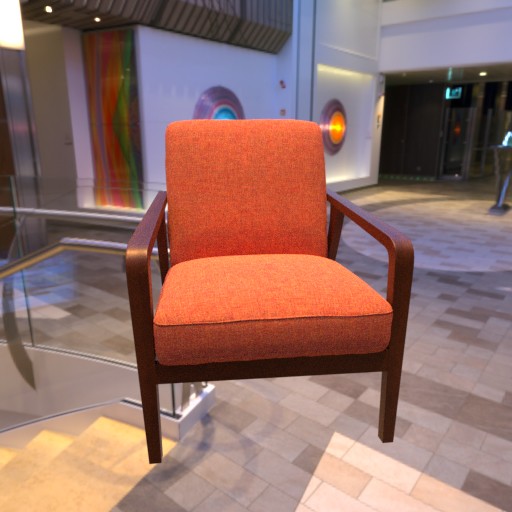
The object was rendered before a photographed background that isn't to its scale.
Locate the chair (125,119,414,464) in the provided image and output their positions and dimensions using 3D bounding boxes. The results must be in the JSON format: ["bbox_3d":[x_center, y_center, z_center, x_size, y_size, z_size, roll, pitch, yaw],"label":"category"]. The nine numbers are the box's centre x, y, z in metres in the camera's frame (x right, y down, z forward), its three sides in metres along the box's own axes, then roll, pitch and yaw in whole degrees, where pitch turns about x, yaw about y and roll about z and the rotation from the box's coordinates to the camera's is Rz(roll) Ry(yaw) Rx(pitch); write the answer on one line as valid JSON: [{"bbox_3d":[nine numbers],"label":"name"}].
[{"bbox_3d":[0.000,0.000,1.480,0.719,0.890,0.860,-2,16,-7],"label":"chair"}]
